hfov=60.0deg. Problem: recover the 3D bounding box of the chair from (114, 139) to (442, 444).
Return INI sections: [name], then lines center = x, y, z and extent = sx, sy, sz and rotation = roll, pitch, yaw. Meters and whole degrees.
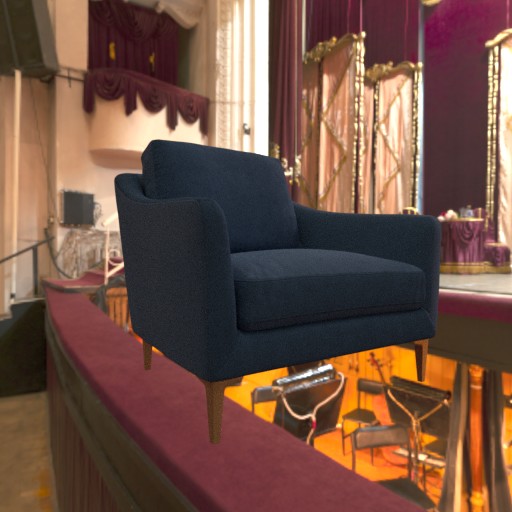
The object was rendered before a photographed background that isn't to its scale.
[chair]
center = 0.000, 0.000, 1.676
extent = 0.987, 0.899, 0.961
rotation = -1, 1, -36
